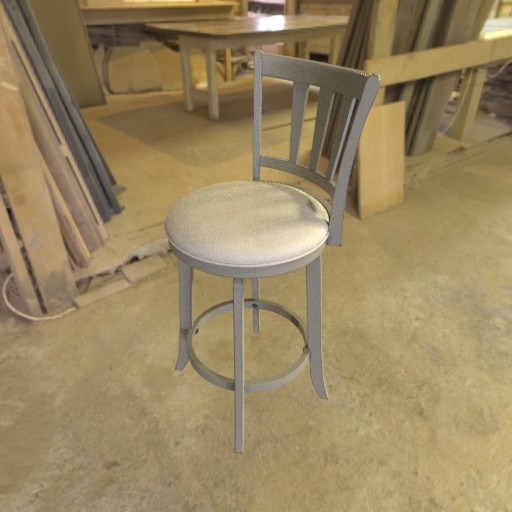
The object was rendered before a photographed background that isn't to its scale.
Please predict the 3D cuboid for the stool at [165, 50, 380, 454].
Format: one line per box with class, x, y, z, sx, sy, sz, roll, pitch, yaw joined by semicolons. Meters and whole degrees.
stool;0.000;0.000;1.249;0.486;0.994;0.450;-20;38;-29
